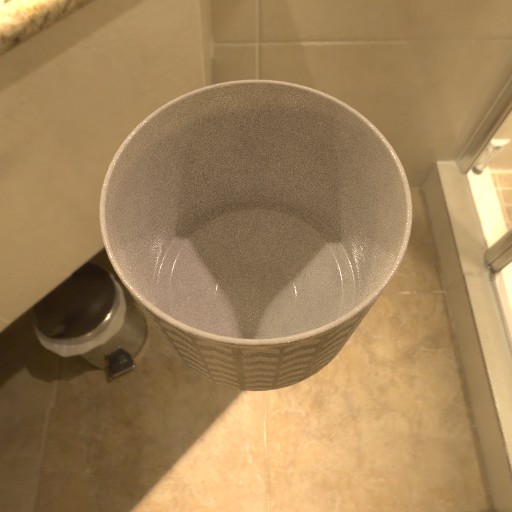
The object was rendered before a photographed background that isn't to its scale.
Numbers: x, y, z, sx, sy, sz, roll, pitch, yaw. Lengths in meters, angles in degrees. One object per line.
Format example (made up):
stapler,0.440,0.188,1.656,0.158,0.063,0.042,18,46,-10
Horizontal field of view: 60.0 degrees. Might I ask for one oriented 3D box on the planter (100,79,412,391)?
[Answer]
planter,0.000,0.000,0.464,0.250,0.239,0.250,0,64,0
